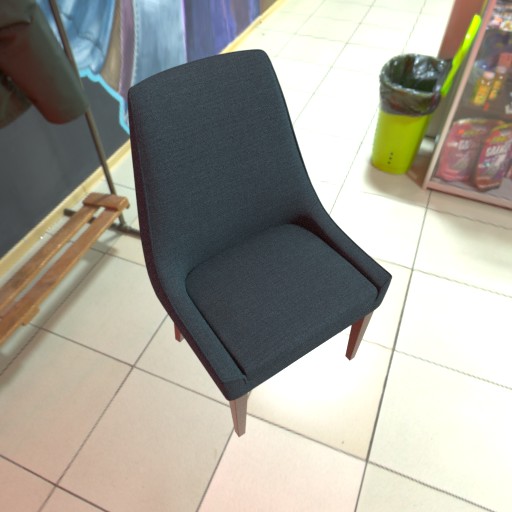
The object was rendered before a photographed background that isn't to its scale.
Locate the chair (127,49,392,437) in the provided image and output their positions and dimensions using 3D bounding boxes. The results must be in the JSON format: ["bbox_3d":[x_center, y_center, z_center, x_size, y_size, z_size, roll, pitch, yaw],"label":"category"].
[{"bbox_3d":[0.000,0.000,1.187,0.529,0.861,0.544,-27,53,-22],"label":"chair"}]
